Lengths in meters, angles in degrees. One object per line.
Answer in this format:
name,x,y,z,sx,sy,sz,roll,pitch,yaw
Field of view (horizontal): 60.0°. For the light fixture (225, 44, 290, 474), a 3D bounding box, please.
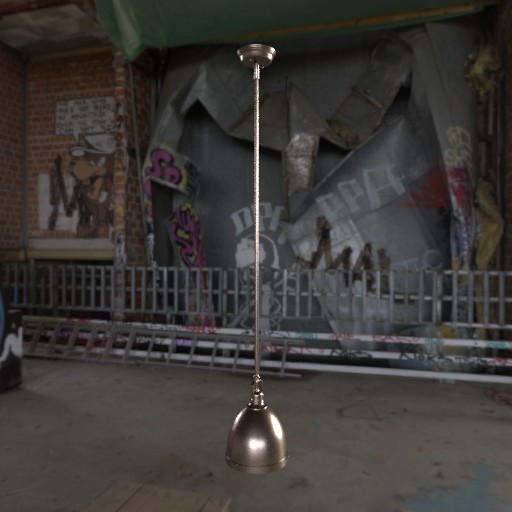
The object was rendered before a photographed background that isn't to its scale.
light fixture,0.000,0.000,1.494,0.211,1.367,0.217,0,0,36
